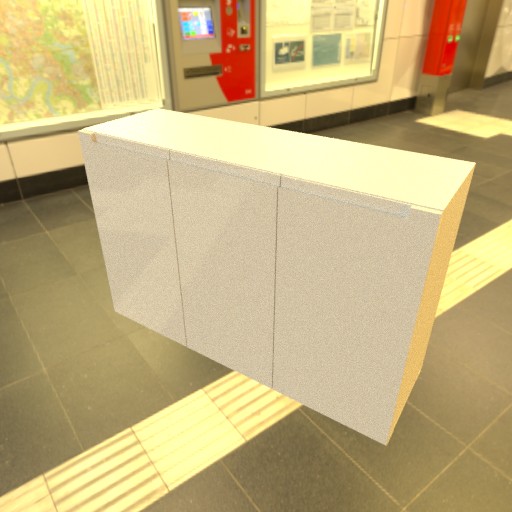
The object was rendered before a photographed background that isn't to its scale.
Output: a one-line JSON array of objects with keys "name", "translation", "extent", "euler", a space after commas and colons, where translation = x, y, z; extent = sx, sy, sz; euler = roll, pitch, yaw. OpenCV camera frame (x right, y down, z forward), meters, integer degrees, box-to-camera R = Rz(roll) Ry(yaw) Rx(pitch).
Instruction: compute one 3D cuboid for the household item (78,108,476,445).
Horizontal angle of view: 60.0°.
[{"name": "household item", "translation": [0.000, 0.000, 1.705], "extent": [1.300, 0.867, 0.420], "euler": [19, 36, 28]}]
